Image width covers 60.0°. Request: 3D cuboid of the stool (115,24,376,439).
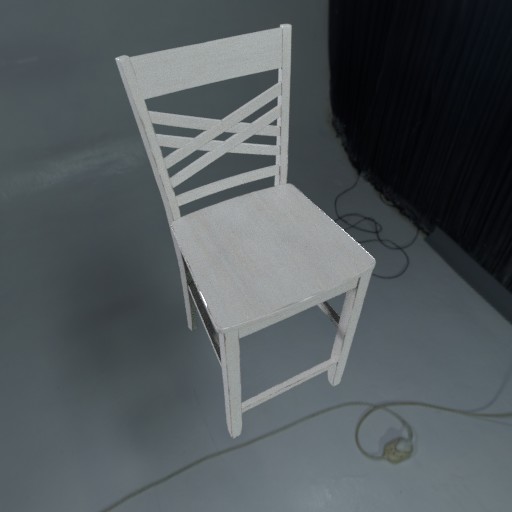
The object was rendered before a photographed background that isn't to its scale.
[{"bbox_3d":[0.000,0.000,1.322,0.462,1.079,0.539,-21,50,-19],"label":"stool"}]
